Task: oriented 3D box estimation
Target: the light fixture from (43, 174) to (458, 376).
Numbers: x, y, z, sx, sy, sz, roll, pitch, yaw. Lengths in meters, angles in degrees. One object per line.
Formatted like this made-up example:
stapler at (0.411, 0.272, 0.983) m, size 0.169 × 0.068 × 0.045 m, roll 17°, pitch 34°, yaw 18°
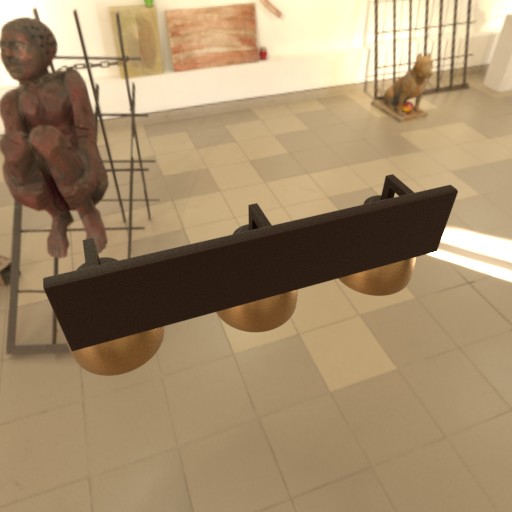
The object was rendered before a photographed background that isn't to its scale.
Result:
light fixture at (0.000, 0.000, 0.664) m, size 0.582 × 0.204 × 0.157 m, roll -14°, pitch 43°, yaw -15°
